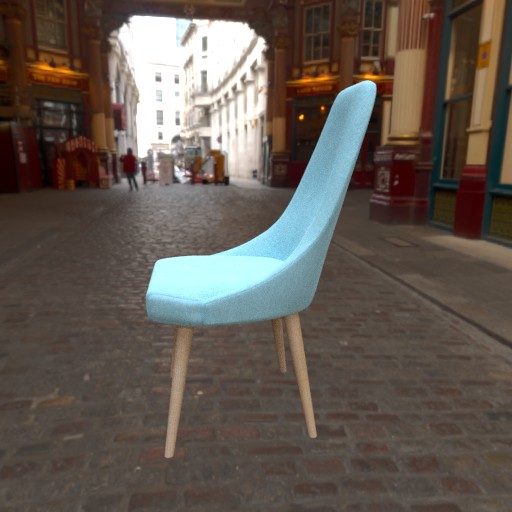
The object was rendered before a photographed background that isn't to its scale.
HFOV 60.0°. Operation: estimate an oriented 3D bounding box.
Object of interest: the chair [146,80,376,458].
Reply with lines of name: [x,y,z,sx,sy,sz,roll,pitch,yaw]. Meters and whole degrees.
chair: [0.000,0.000,1.405,0.660,1.040,0.510,-2,13,-9]
